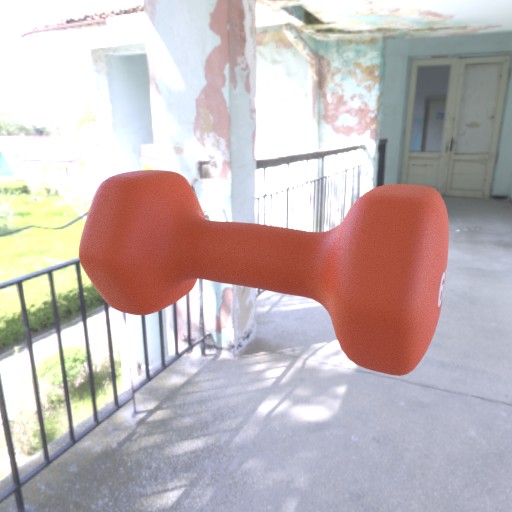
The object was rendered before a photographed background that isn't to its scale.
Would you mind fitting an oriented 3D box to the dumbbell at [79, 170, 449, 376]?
[{"bbox_3d":[0.000,0.000,0.205,0.162,0.071,0.079,8,19,25],"label":"dumbbell"}]
